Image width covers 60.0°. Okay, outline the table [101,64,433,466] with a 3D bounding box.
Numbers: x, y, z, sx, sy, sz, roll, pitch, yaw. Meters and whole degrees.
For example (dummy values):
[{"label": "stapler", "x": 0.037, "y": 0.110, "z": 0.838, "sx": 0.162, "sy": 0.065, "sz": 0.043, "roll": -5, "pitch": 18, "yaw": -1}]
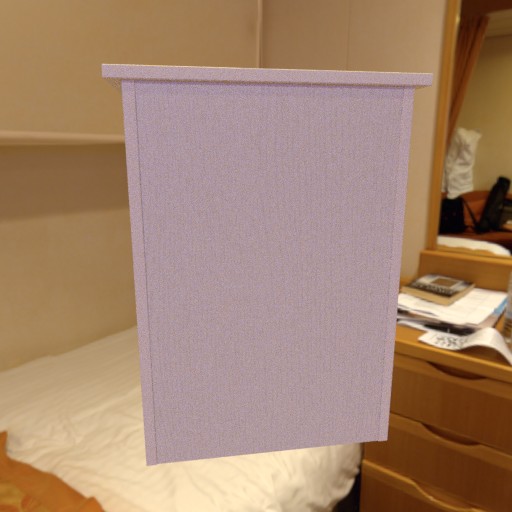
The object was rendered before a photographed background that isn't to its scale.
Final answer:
[{"label": "table", "x": 0.000, "y": 0.000, "z": 0.886, "sx": 0.480, "sy": 0.635, "sz": 0.381, "roll": -2, "pitch": 13, "yaw": -9}]
